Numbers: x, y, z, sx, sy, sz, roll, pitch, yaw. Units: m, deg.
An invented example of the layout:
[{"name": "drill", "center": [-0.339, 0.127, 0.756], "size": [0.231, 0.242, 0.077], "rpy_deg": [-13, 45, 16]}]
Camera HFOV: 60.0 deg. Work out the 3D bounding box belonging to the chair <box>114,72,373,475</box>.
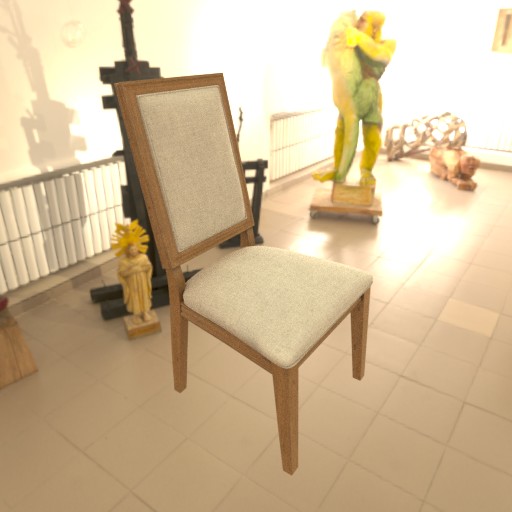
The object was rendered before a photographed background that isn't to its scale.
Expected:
[{"name": "chair", "center": [0.000, 0.000, 1.348], "size": [0.601, 0.988, 0.536], "rpy_deg": [18, 31, 31]}]
